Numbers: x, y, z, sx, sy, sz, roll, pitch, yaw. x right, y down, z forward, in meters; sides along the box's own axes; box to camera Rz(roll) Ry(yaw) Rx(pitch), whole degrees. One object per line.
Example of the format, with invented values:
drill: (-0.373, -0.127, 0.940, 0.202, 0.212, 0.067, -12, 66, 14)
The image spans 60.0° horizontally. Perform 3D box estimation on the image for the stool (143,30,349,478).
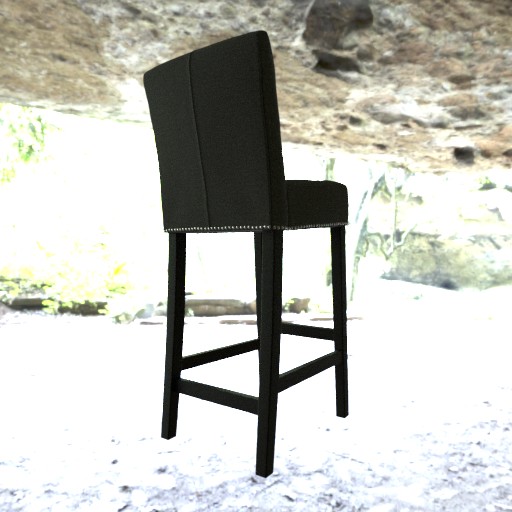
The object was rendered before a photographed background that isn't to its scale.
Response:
stool: (0.000, 0.000, 1.322, 0.411, 1.047, 0.548, 1, 1, 37)
